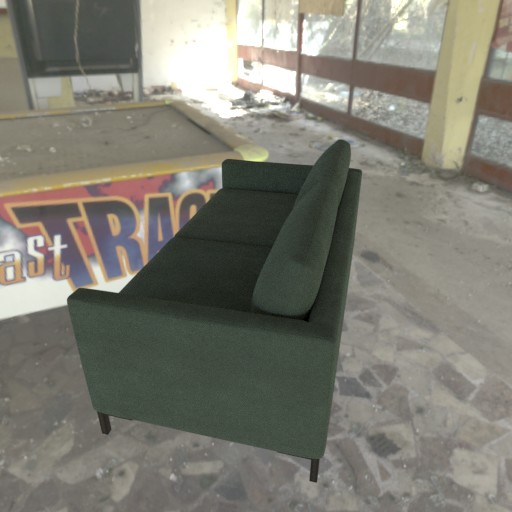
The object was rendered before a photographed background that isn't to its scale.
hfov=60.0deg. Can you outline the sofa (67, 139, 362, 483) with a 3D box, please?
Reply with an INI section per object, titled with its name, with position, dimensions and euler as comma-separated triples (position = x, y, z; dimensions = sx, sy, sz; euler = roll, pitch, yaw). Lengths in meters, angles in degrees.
[sofa]
position = 0.000, 0.000, 2.102
dimensions = 0.875, 0.817, 1.676
euler = 7, 29, 13
